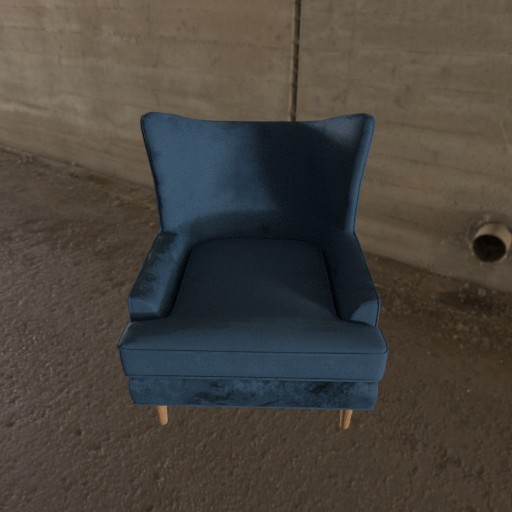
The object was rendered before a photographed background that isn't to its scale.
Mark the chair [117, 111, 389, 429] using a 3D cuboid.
[{"bbox_3d":[0.000,0.000,1.613,0.793,0.952,0.910,1,30,1],"label":"chair"}]
